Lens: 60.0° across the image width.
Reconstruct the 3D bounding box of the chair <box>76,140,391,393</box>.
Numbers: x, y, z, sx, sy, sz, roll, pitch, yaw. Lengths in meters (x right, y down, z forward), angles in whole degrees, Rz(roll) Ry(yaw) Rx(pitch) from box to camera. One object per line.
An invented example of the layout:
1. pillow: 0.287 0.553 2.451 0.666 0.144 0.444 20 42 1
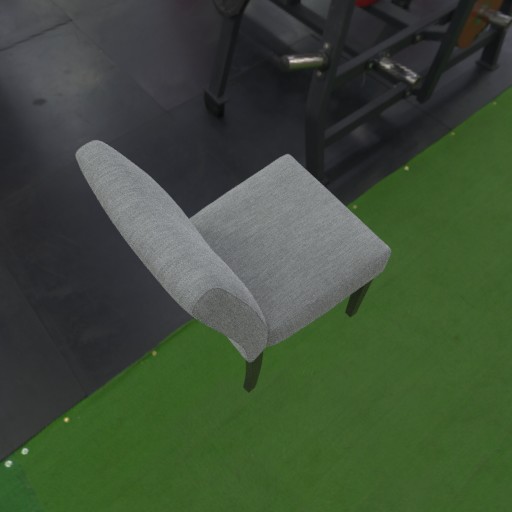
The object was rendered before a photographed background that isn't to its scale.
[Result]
1. chair: 0.000 0.000 1.266 0.629 0.884 0.487 -33 65 -18
